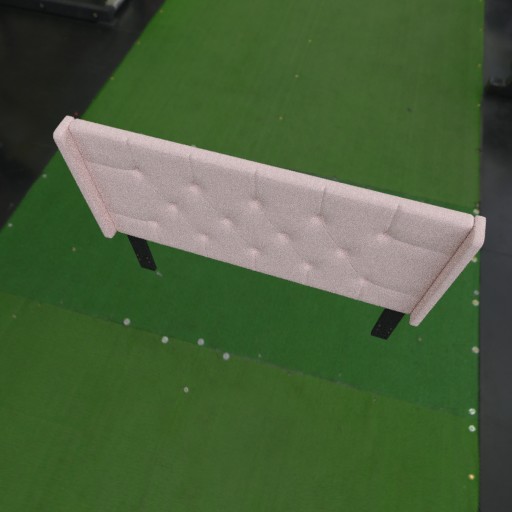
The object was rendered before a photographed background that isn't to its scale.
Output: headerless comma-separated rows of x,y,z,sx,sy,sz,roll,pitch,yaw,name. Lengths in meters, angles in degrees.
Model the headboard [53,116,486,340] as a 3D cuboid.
0.000,0.000,2.695,2.051,1.524,0.184,16,60,9,headboard
